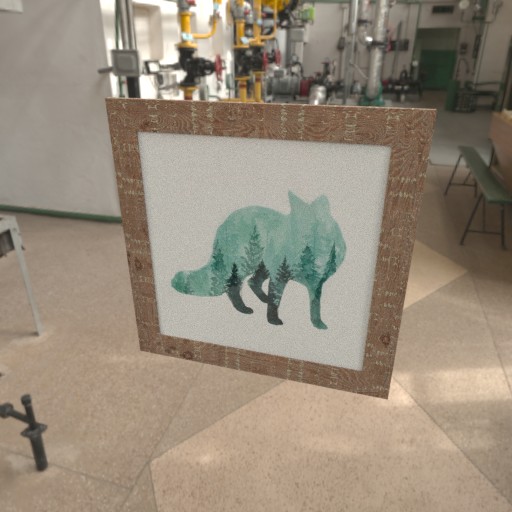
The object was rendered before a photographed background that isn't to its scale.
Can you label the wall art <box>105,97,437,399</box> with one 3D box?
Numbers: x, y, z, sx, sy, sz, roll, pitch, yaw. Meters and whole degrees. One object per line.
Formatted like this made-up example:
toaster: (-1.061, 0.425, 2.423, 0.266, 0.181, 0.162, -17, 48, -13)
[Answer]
wall art: (0.000, 0.000, 0.585, 0.384, 0.384, 0.012, 7, 27, 15)
